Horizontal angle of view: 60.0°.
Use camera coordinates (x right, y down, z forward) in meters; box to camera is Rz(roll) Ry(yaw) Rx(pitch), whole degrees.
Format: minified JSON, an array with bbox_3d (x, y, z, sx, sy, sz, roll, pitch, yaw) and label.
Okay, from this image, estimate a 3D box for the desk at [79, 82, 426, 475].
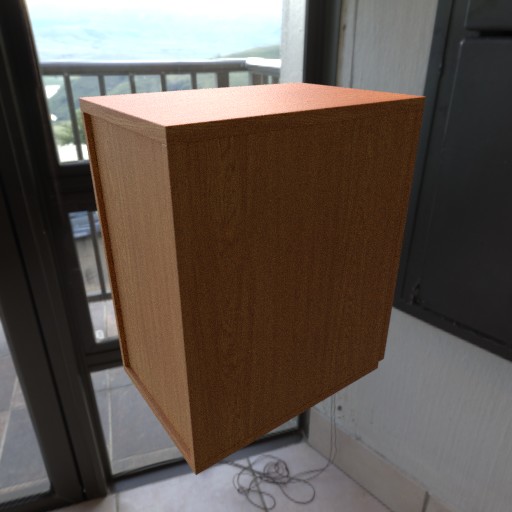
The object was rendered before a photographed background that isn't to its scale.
[{"bbox_3d":[0.000,0.000,1.074,0.600,0.730,0.404,-18,31,-32],"label":"desk"}]
